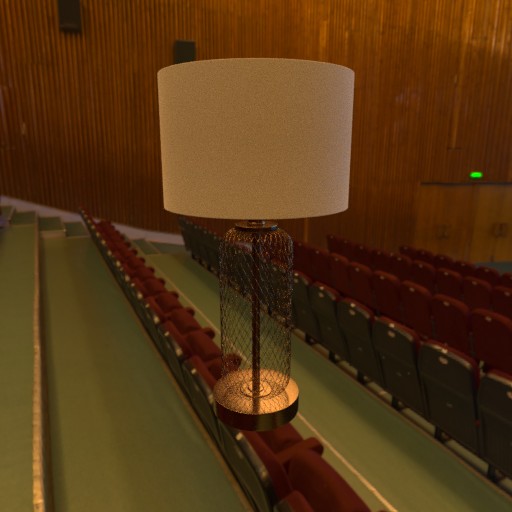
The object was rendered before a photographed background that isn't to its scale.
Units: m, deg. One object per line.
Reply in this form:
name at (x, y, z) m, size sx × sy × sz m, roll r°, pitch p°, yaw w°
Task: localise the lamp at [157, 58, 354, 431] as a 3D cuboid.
lamp at (0.000, 0.000, 0.637) m, size 0.252 × 0.483 × 0.252 m, roll -7°, pitch 15°, yaw -25°
